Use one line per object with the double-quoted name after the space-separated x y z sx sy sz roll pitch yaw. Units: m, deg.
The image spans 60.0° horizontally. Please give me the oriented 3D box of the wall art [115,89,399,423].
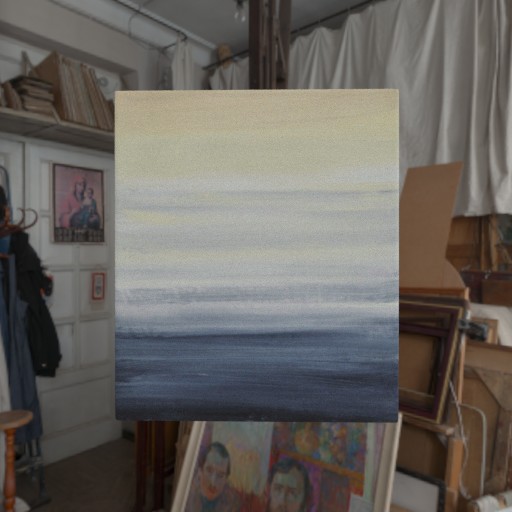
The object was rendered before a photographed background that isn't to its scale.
0.000 0.000 0.967 0.608 0.710 0.041 0 0 1 "wall art"
